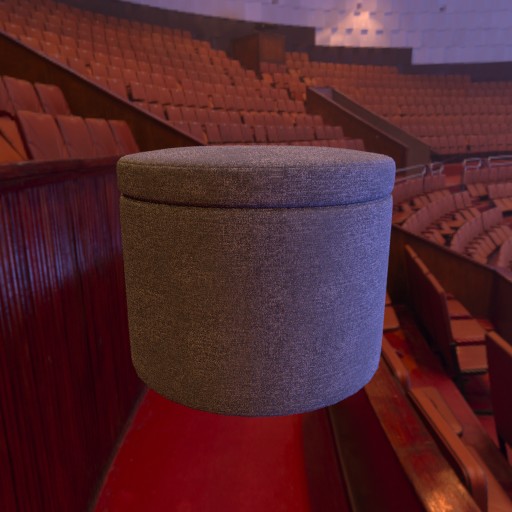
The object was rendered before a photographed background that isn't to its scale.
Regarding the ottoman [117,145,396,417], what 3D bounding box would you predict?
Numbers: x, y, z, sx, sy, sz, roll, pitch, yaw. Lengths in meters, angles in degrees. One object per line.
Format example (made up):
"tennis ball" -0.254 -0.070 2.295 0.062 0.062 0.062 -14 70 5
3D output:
"ottoman" 0.000 0.000 0.873 0.500 0.419 0.500 0 15 0
